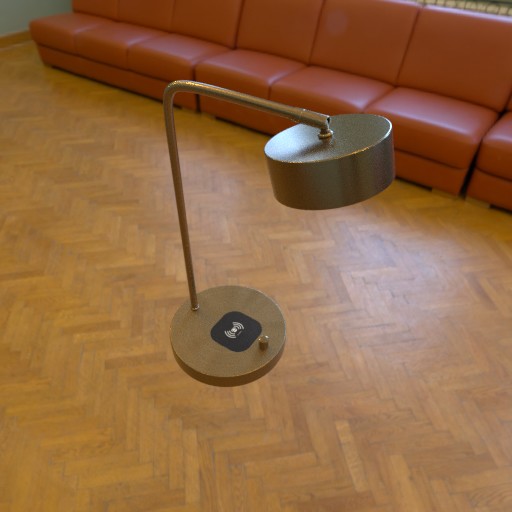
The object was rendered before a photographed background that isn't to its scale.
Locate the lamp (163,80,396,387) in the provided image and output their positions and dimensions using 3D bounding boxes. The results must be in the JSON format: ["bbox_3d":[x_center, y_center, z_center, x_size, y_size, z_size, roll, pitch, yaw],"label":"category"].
[{"bbox_3d":[0.000,0.000,0.521,0.270,0.380,0.171,25,47,25],"label":"lamp"}]
